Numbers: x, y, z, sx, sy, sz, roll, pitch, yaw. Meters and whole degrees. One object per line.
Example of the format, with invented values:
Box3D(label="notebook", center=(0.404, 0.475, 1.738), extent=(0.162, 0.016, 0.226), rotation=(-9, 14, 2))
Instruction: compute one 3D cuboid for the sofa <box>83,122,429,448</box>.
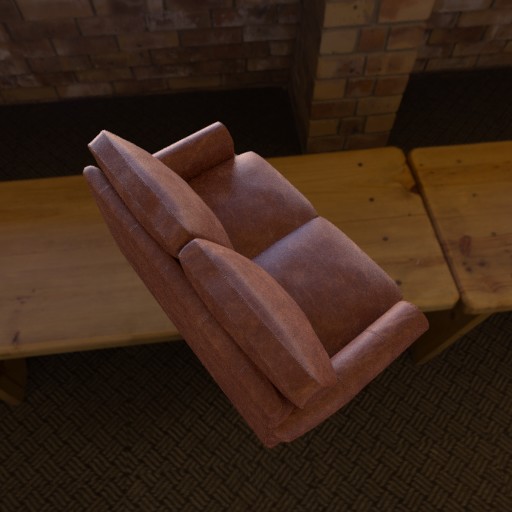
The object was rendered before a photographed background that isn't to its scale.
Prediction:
Box3D(label="sofa", center=(0.000, 0.000, 2.233), extent=(0.990, 0.967, 1.616), rotation=(-34, 65, -19))
